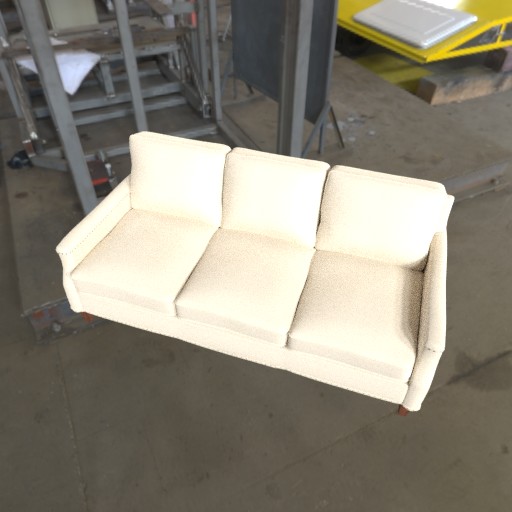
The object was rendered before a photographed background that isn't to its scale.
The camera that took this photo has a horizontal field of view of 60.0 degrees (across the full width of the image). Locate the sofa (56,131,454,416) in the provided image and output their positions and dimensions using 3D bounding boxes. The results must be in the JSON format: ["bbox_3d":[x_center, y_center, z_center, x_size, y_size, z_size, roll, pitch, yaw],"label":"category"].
[{"bbox_3d":[0.000,0.000,2.794,2.246,1.003,1.084,13,45,14],"label":"sofa"}]
